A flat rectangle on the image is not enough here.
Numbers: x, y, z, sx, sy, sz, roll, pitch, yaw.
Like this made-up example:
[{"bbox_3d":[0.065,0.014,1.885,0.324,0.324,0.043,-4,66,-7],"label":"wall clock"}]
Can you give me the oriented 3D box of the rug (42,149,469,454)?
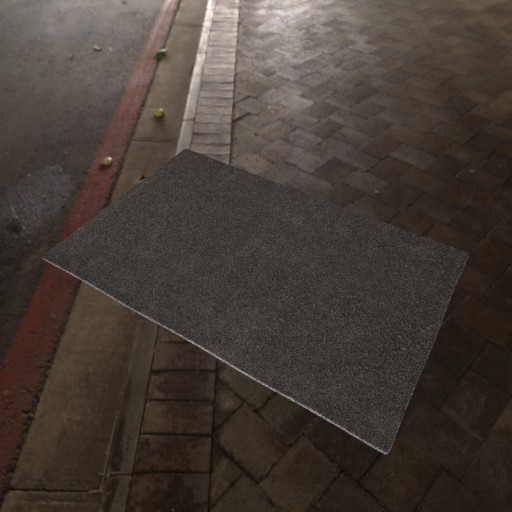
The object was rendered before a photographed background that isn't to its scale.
[{"bbox_3d":[0.000,0.000,2.883,2.350,0.025,1.502,24,51,22],"label":"rug"}]
